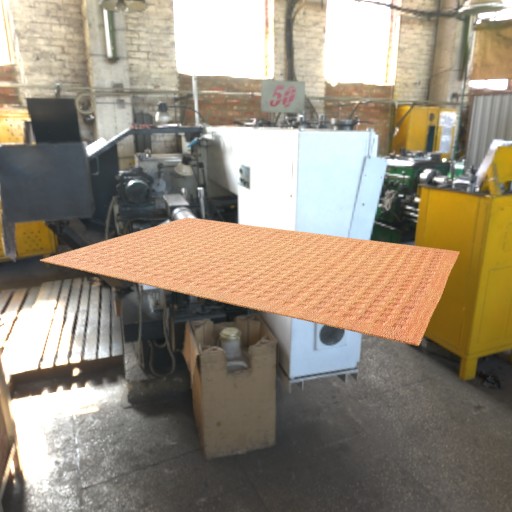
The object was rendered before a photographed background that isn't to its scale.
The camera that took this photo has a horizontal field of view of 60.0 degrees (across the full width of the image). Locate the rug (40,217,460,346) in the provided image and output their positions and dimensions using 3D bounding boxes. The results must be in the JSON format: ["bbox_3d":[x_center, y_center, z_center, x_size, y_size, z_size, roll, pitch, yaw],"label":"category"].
[{"bbox_3d":[0.000,0.000,2.195,1.747,0.006,1.143,9,19,28],"label":"rug"}]
